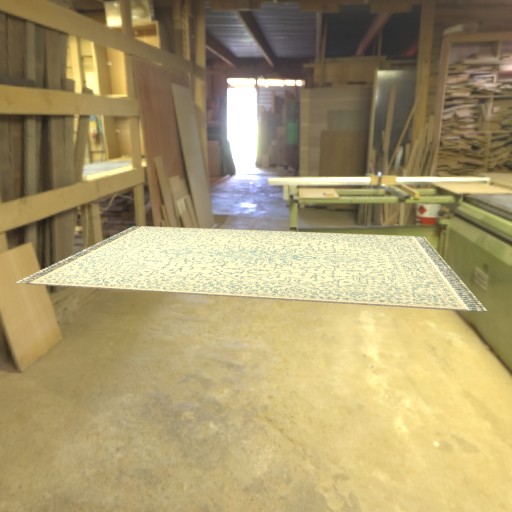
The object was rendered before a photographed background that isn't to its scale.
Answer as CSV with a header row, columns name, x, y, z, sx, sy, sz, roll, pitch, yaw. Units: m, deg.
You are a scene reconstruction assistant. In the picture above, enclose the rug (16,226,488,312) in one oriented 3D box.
name,x,y,z,sx,sy,sz,roll,pitch,yaw
rug,0.000,0.000,2.975,2.438,0.010,1.524,3,16,9
